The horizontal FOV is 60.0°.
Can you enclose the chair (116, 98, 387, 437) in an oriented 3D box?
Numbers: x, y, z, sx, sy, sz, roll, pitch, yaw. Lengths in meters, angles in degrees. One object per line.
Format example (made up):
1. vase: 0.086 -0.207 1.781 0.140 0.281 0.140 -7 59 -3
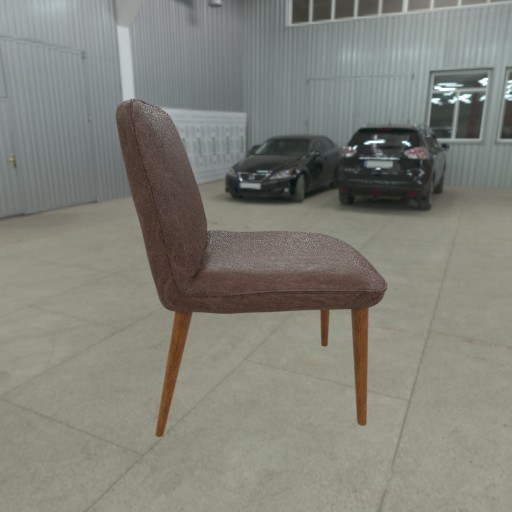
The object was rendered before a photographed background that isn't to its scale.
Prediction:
1. chair: 0.000 0.000 1.238 0.645 0.803 0.543 -2 16 -9
